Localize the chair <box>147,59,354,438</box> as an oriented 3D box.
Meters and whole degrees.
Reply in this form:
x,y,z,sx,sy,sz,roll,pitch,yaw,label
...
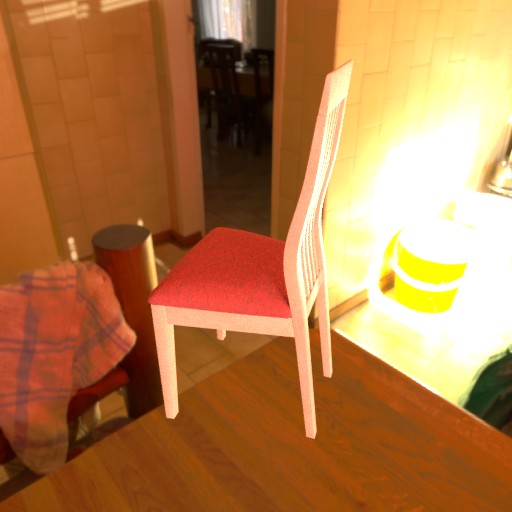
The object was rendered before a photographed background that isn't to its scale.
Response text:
x,y,z,sx,sy,sz,roll,pitch,yaw,label
0.000,0.000,1.277,0.474,1.027,0.460,9,30,16,chair
